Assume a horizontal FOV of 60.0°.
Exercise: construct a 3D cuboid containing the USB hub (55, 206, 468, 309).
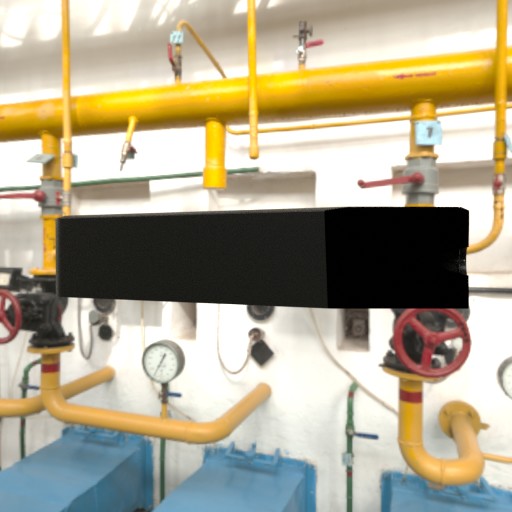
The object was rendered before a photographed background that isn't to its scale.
[{"bbox_3d":[0.000,0.000,0.129,0.110,0.023,0.044,0,1,19],"label":"USB hub"}]
